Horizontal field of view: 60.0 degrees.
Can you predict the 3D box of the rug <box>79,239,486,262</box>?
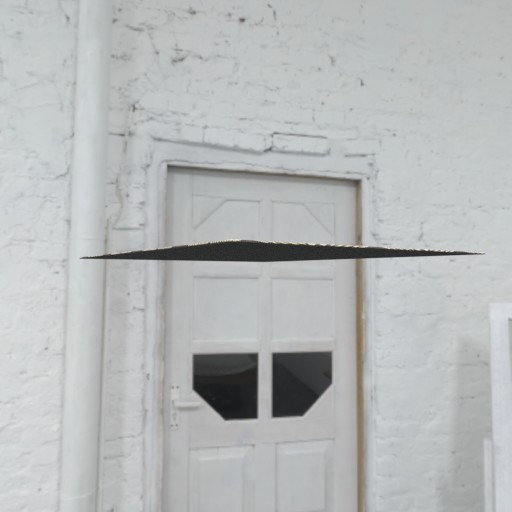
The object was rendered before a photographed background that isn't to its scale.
[{"bbox_3d":[0.000,0.000,4.137,2.438,0.016,3.048,2,-3,-35],"label":"rug"}]
